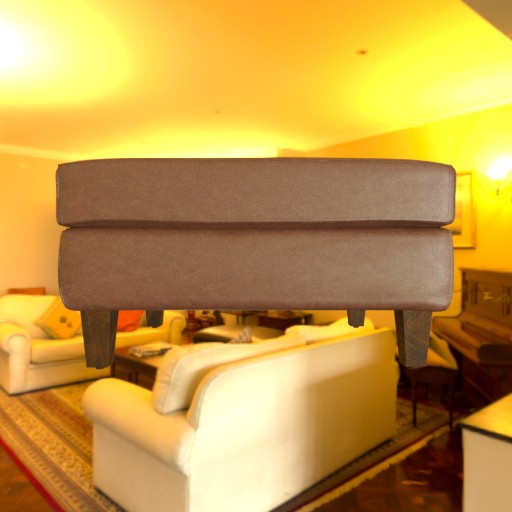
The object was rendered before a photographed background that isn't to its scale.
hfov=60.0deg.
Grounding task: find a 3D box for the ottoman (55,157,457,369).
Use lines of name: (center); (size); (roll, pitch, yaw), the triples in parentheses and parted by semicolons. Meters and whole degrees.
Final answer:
ottoman: (0.000, 0.000, 1.218); (0.851, 0.485, 0.650); (0, 0, 0)
